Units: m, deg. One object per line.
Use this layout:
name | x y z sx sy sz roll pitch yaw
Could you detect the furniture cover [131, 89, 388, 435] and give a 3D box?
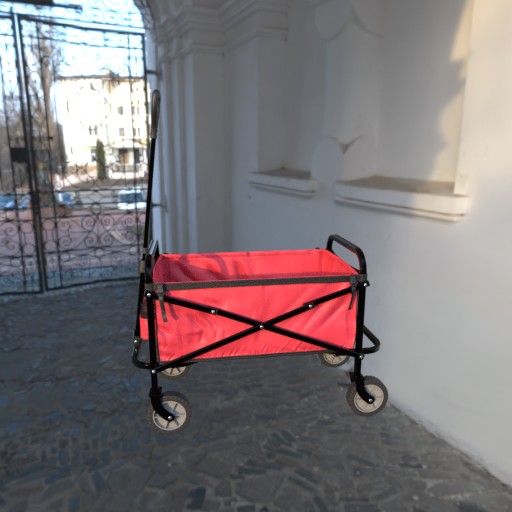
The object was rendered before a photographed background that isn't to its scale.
furniture cover | 0.000 0.000 1.849 1.038 1.295 0.532 -2 14 -8
